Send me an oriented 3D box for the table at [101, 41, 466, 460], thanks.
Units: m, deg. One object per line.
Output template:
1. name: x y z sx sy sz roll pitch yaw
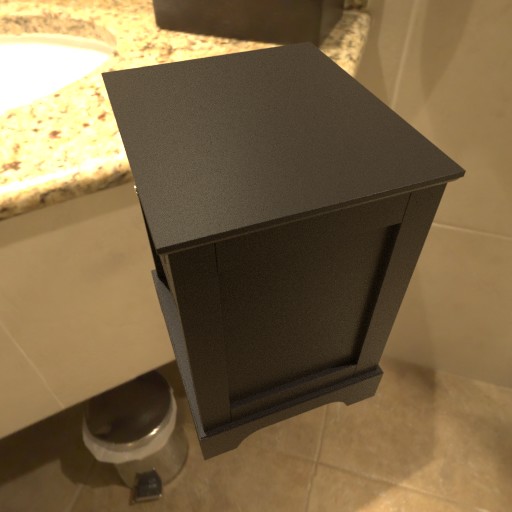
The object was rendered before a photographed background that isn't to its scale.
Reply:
1. table: 0.000 0.000 0.882 0.399 0.610 0.460 -15 48 -14
